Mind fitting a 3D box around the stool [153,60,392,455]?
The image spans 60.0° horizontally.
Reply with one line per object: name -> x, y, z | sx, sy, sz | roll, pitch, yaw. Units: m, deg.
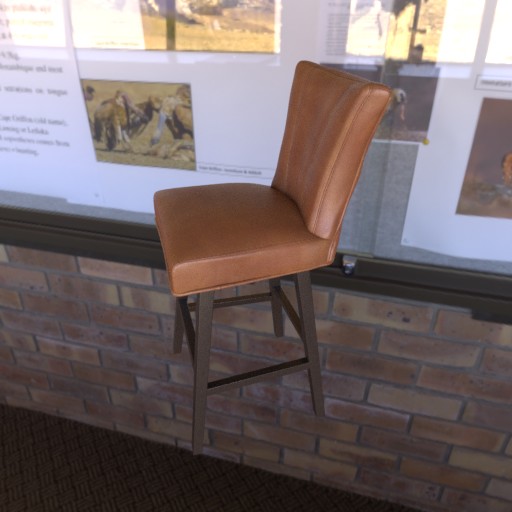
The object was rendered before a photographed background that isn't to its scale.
stool -> 0.000, 0.000, 1.423 | 0.585, 1.094, 0.522 | -8, 31, -14
